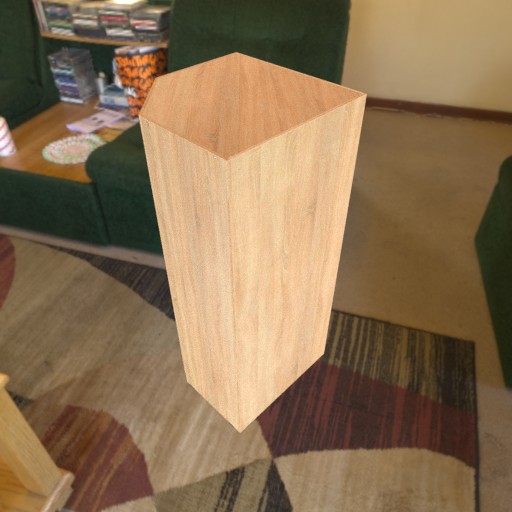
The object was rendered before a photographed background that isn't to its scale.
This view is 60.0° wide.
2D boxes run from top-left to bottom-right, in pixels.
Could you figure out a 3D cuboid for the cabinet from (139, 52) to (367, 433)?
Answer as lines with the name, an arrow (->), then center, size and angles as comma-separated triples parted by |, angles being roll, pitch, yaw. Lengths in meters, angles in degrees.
cabinet -> 0.000, 0.000, 2.882 | 1.094, 2.120, 1.327 | 0, 41, 0
